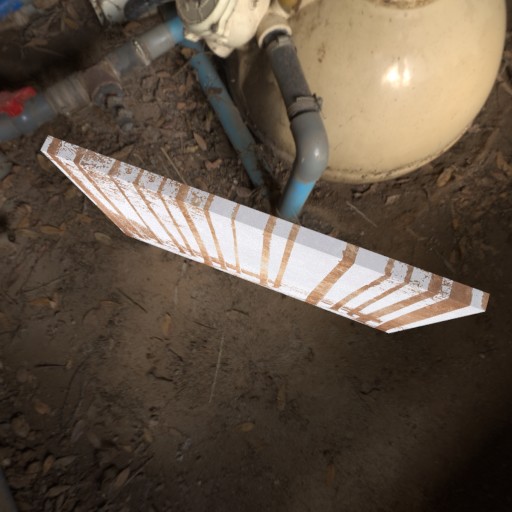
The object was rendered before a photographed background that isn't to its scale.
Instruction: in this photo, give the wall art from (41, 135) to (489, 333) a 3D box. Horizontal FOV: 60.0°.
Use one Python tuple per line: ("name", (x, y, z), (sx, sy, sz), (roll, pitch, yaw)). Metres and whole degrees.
("wall art", (0.000, 0.000, 1.152), (0.914, 0.609, 0.035), (20, 77, 5))
